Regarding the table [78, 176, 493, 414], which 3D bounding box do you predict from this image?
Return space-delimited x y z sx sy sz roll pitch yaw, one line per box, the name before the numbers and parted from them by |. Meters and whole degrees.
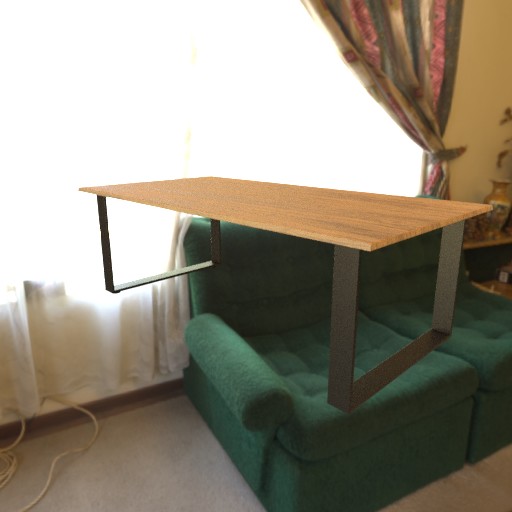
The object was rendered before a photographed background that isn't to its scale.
table | 0.000 0.000 1.611 0.693 0.445 1.331 -15 21 -43
